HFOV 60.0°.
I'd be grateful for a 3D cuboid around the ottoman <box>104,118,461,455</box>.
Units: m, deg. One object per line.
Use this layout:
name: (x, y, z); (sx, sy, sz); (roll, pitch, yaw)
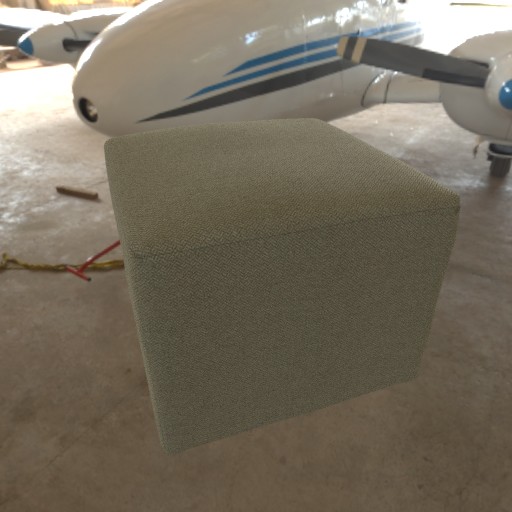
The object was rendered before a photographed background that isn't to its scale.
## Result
ottoman: (0.000, 0.000, 0.904); (0.512, 0.453, 0.521); (-11, 33, -17)
